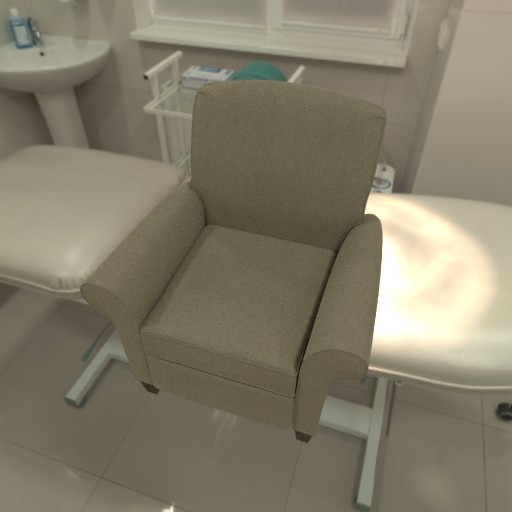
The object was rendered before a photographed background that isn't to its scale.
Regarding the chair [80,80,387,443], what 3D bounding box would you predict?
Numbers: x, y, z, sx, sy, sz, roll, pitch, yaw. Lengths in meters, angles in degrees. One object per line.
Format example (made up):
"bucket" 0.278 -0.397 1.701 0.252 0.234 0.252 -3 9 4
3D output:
"chair" 0.000 0.000 1.743 0.978 1.061 0.905 13 44 14
